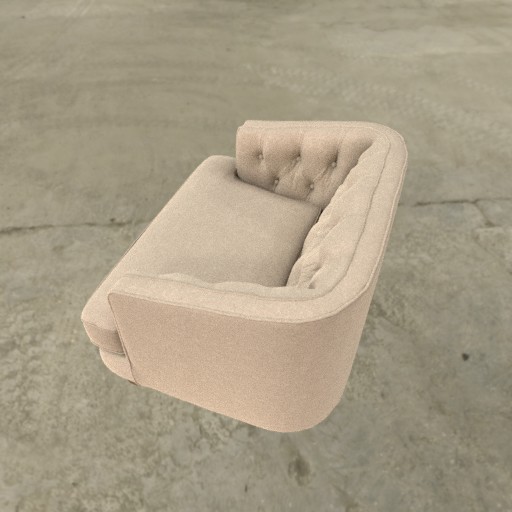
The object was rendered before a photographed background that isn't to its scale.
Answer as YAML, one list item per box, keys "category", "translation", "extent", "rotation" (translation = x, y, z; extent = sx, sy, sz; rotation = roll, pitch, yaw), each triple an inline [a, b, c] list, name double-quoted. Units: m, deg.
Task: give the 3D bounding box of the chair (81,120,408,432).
- category: "chair"
  translation: [0.000, 0.000, 1.768]
  extent: [0.941, 0.852, 1.104]
  rotation: [16, 48, 15]
